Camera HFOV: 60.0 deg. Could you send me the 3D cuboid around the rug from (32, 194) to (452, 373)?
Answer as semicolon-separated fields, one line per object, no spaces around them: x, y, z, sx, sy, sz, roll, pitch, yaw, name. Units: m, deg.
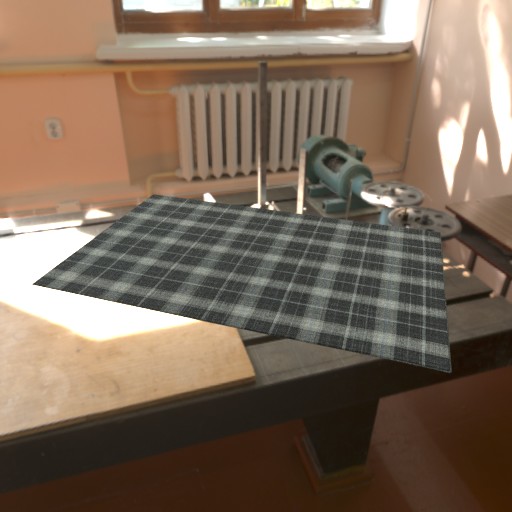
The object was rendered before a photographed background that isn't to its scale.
0.000;0.000;3.035;2.434;0.015;1.520;9;32;15;rug
